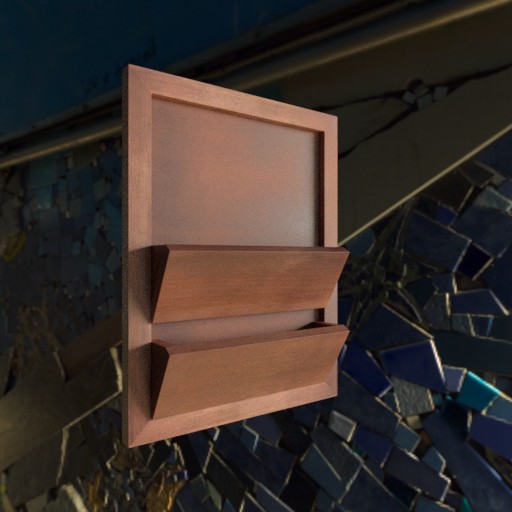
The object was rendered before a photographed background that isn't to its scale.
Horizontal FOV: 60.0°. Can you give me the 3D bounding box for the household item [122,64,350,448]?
[{"bbox_3d":[0.000,0.000,0.545,0.310,0.407,0.067,0,0,-35],"label":"household item"}]
